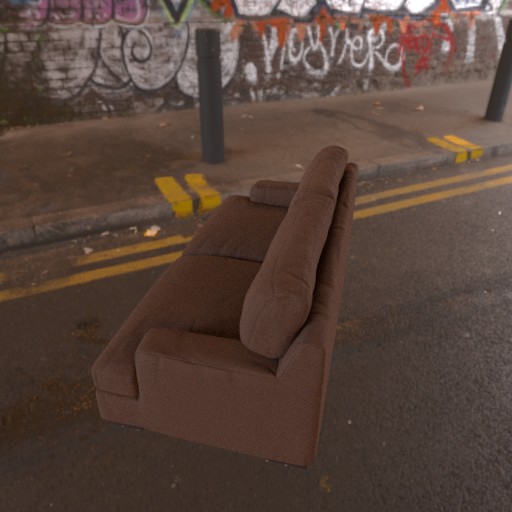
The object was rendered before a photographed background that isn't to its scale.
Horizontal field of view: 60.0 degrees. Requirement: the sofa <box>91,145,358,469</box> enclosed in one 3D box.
[{"bbox_3d":[0.000,0.000,2.893,1.140,0.950,2.274,7,31,12],"label":"sofa"}]
